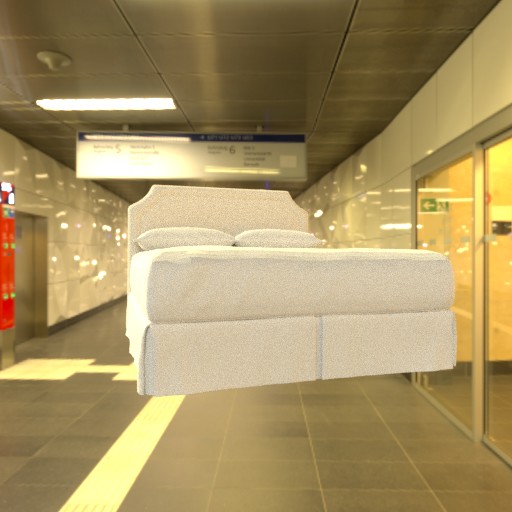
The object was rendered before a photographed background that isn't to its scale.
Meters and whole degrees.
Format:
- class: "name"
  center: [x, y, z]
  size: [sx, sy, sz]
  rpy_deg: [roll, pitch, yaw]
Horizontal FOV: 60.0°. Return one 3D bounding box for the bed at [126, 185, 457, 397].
- class: "bed"
  center: [0.000, 0.000, 3.840]
  size: [2.134, 1.524, 2.548]
  rpy_deg: [0, 0, -18]
